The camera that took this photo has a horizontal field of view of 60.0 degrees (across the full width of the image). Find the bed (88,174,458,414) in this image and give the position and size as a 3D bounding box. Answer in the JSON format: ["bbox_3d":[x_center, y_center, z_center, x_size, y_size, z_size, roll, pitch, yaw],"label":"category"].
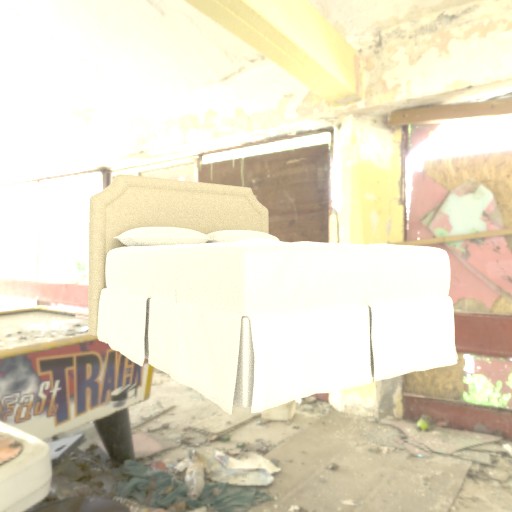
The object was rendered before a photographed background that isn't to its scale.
[{"bbox_3d":[0.000,0.000,3.048,1.693,1.290,2.116,0,0,-36],"label":"bed"}]
